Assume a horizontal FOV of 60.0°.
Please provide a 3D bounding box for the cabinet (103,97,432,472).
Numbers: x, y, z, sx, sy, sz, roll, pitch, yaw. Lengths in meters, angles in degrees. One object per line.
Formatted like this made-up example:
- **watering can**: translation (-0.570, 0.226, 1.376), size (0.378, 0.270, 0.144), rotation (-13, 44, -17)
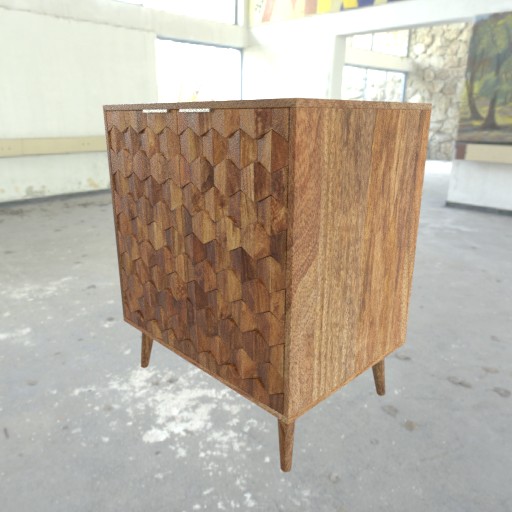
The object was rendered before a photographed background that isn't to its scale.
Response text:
- **cabinet**: translation (0.000, 0.000, 1.170), size (0.473, 0.758, 0.647), rotation (-16, 24, -42)
